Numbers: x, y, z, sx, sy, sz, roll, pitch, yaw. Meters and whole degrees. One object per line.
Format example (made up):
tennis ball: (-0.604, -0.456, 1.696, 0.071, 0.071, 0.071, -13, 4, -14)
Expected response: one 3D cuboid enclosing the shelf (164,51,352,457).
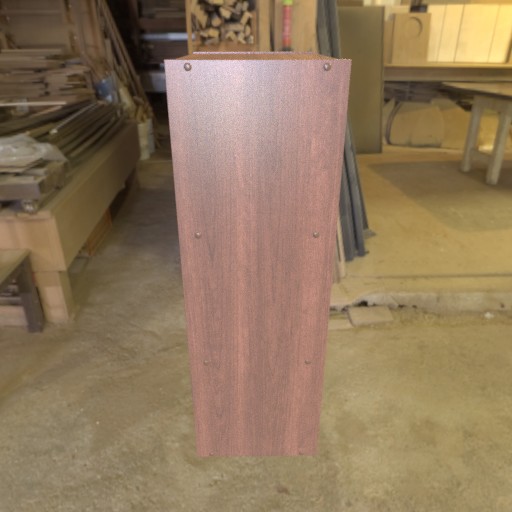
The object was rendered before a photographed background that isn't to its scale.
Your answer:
shelf: (0.000, 0.000, 1.063, 0.290, 0.879, 0.414, 0, 26, -1)
